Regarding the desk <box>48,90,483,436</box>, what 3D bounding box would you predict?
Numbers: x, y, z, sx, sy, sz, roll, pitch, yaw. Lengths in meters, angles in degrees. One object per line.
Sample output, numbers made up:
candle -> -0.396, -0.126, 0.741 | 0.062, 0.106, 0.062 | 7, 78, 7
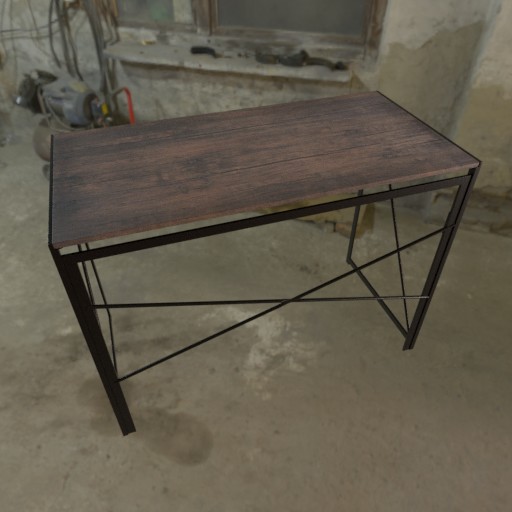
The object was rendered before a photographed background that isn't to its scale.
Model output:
desk -> 0.000, 0.000, 1.399 | 1.015, 0.747, 0.505 | -12, 42, -14
